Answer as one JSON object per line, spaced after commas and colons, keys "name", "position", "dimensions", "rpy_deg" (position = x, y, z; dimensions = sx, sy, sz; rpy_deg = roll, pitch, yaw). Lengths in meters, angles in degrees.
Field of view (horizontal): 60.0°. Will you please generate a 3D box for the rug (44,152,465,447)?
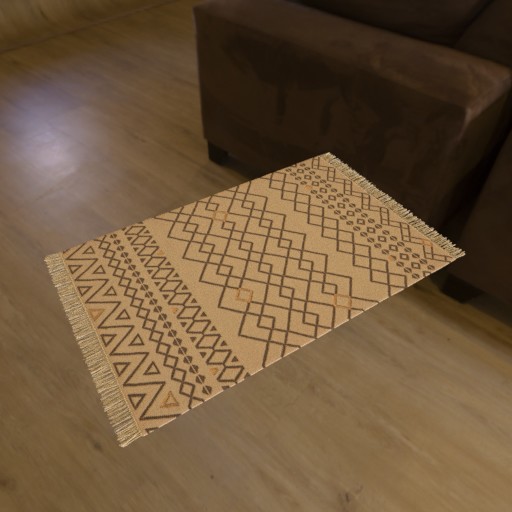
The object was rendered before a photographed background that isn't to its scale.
{"name": "rug", "position": [0.000, 0.000, 2.458], "dimensions": [2.023, 0.028, 1.224], "rpy_deg": [-24, 50, -22]}
